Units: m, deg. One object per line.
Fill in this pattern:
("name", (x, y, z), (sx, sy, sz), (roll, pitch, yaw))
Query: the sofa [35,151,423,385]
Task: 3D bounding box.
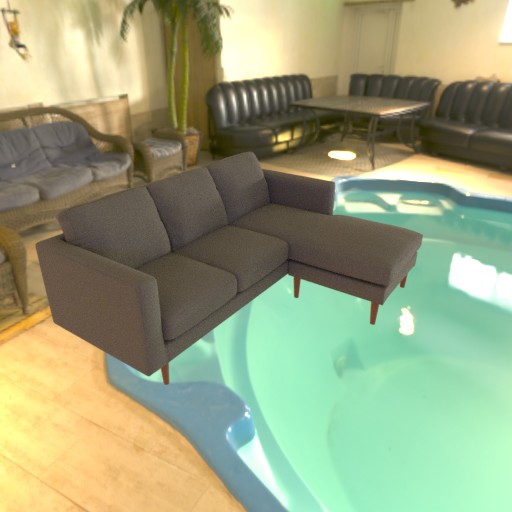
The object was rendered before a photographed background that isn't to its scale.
("sofa", (0.000, 0.000, 2.890), (1.591, 0.897, 2.031), (17, 31, 31))
